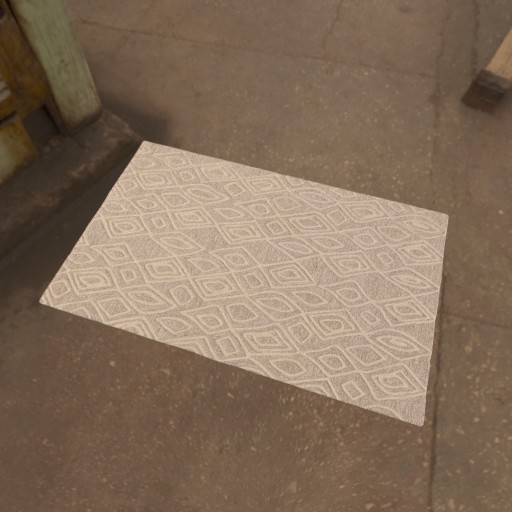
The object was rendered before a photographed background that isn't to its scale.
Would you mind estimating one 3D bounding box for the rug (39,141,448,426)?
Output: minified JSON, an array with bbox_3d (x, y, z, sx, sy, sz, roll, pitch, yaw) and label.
[{"bbox_3d":[0.000,0.000,3.028,2.442,0.010,1.546,16,59,10],"label":"rug"}]
